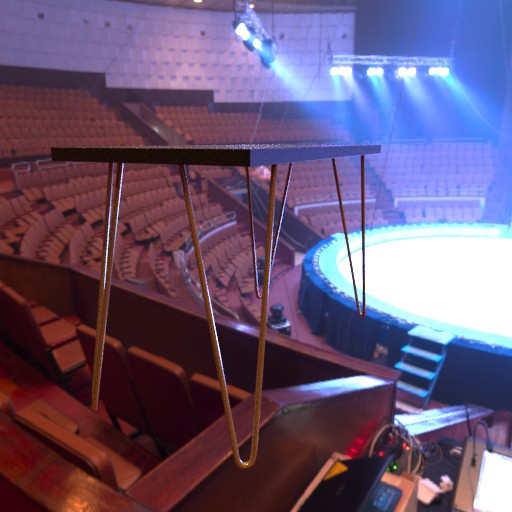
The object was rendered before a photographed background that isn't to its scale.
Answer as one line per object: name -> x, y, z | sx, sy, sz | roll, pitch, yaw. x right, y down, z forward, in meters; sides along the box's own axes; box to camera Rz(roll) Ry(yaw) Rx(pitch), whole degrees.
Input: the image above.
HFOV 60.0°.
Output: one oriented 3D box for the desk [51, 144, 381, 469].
desk -> 0.000, 0.000, 1.368 | 0.499, 0.660, 0.991 | 8, 16, 27
